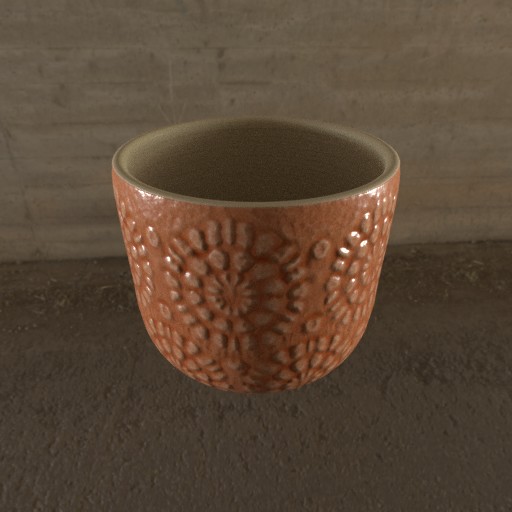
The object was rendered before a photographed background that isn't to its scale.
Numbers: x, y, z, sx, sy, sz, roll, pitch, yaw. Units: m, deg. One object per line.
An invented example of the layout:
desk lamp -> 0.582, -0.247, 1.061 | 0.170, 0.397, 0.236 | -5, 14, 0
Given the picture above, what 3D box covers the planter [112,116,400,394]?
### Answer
planter -> 0.000, 0.000, 0.222 | 0.124, 0.109, 0.124 | 0, 31, 0
